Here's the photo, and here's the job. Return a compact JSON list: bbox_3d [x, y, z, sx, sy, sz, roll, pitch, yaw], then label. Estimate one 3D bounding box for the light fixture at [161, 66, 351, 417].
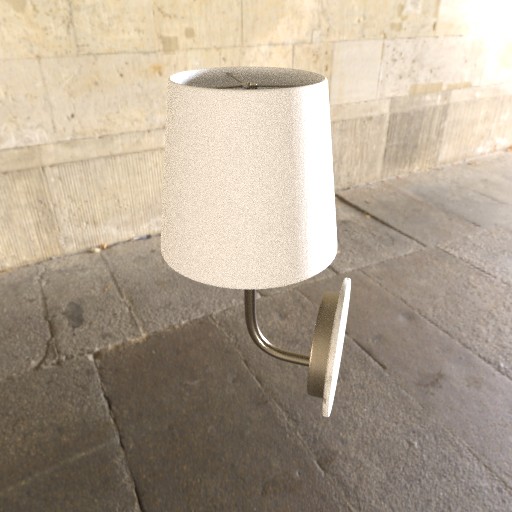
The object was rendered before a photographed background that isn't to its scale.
[{"bbox_3d":[0.000,0.000,0.446,0.188,0.337,0.168,9,31,14],"label":"light fixture"}]
